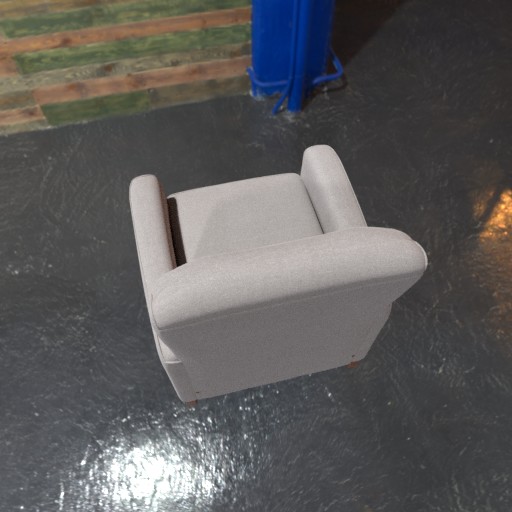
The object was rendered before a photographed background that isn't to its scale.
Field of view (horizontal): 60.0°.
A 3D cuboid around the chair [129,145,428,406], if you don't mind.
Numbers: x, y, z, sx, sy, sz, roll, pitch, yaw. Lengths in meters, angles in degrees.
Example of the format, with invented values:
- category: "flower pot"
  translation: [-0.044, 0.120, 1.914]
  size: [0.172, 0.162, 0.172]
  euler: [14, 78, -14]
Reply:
- category: "chair"
  translation: [0.000, 0.000, 1.646]
  size: [0.845, 1.023, 0.859]
  euler: [-12, 58, -7]
